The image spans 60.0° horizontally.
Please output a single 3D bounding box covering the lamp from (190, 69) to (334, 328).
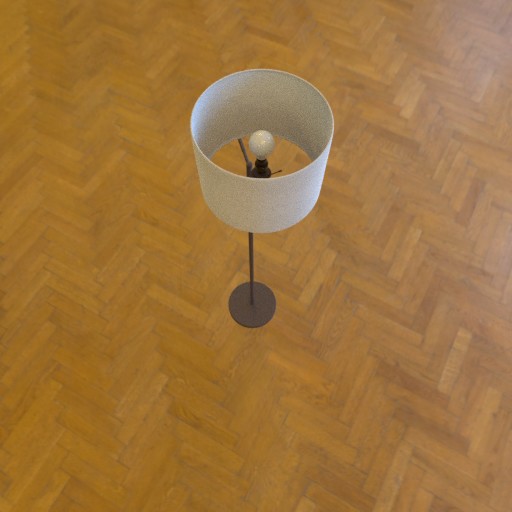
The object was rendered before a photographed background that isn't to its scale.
[{"bbox_3d":[0.000,0.000,1.735,0.324,1.600,0.416,-15,65,-7],"label":"lamp"}]
